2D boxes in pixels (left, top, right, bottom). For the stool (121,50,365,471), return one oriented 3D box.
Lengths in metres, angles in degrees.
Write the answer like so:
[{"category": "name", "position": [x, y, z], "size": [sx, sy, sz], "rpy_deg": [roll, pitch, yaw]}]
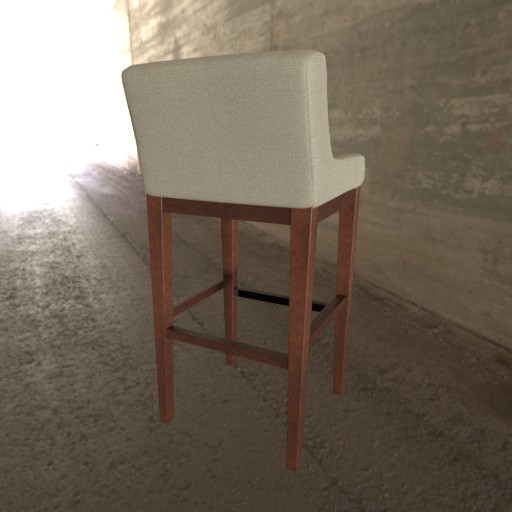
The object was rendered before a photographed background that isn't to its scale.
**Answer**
[{"category": "stool", "position": [0.000, 0.000, 1.310], "size": [0.511, 1.037, 0.500], "rpy_deg": [8, 18, 26]}]
